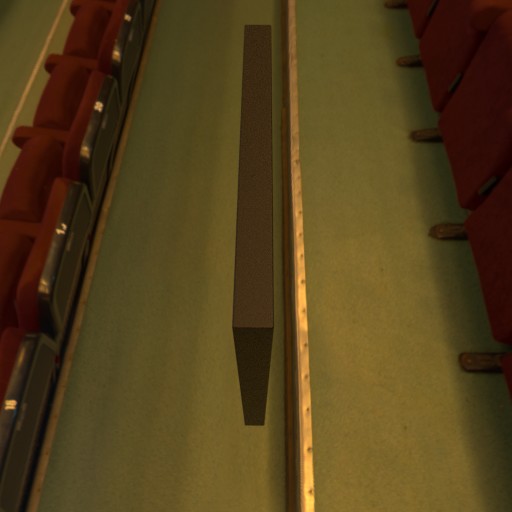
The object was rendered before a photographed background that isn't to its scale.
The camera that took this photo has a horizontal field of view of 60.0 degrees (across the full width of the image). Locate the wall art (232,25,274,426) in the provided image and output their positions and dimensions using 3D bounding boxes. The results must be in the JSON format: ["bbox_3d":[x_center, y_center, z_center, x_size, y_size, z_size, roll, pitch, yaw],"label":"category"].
[{"bbox_3d":[0.000,0.000,0.537,0.028,0.381,0.328,1,60,0],"label":"wall art"}]
